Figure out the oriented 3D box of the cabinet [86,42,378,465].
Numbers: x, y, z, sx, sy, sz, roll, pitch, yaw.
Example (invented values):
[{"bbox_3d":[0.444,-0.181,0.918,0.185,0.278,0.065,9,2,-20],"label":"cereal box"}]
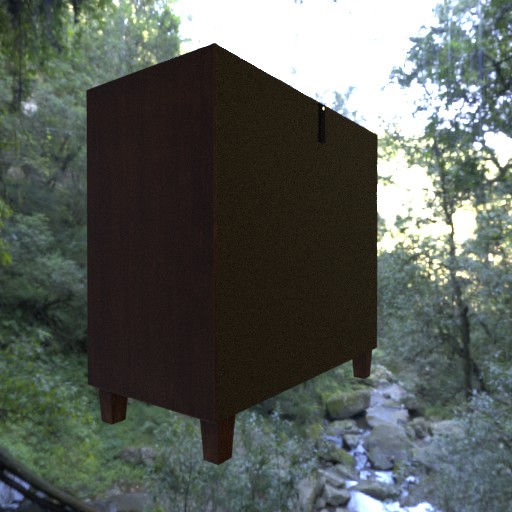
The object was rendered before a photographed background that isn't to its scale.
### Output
[{"bbox_3d":[0.000,0.000,1.244,0.412,0.785,0.796,0,1,36],"label":"cabinet"}]
